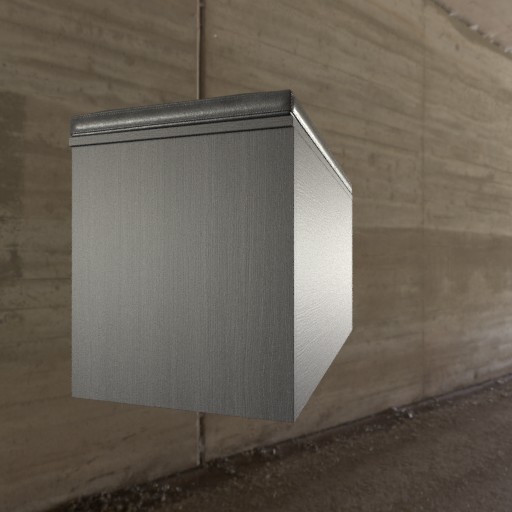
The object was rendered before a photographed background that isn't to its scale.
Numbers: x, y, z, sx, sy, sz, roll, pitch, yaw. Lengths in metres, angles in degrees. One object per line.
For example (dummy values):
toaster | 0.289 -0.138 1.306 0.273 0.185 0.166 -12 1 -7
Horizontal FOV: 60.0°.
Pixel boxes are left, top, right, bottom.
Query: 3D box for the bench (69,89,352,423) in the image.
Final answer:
bench | 0.000 0.000 1.143 0.401 0.501 0.905 0 0 18
